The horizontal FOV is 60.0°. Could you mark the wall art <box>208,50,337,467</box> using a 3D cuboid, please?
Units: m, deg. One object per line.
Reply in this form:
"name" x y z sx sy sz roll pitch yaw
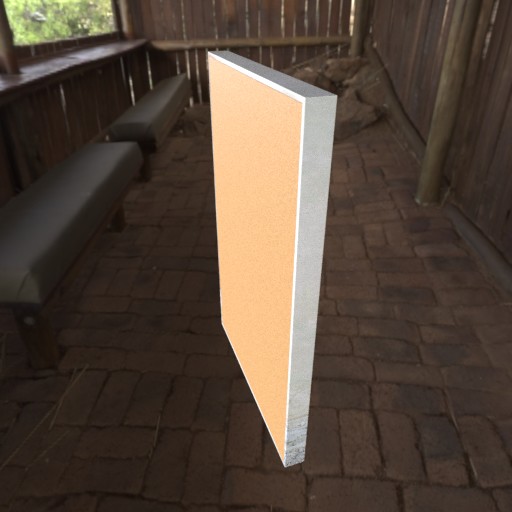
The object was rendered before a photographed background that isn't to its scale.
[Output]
"wall art" 0.000 0.000 0.768 0.036 0.607 0.403 -10 33 -16
